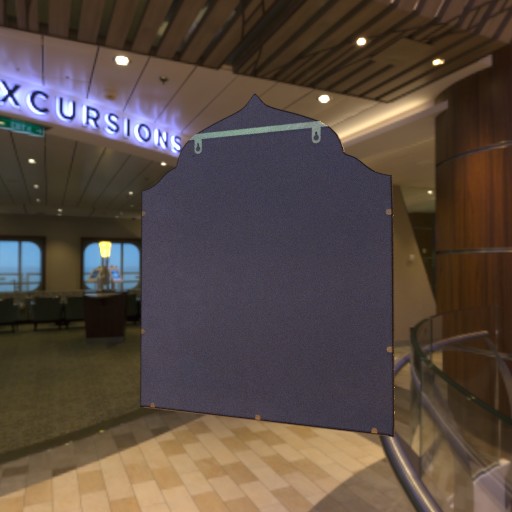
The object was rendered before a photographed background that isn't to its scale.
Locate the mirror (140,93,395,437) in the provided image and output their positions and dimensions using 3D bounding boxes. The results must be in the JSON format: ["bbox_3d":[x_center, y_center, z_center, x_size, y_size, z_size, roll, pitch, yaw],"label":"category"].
[{"bbox_3d":[0.000,0.000,0.865,0.513,0.635,0.018,0,-1,19],"label":"mirror"}]
